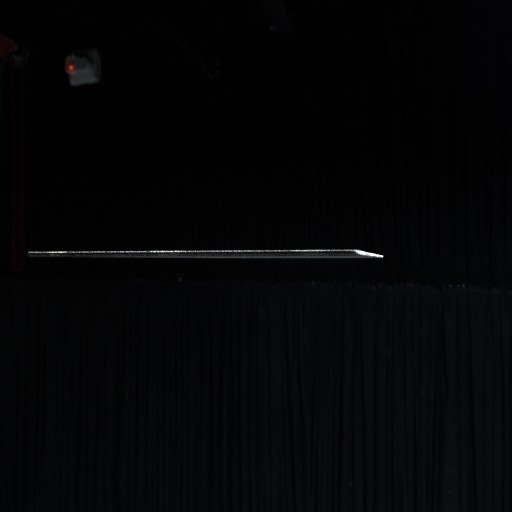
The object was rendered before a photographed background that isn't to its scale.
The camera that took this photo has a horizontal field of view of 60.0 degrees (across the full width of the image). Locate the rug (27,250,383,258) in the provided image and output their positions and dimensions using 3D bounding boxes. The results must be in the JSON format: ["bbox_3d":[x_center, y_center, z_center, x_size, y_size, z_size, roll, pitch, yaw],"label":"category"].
[{"bbox_3d":[0.000,0.000,3.443,1.801,0.026,2.701,0,-1,18],"label":"rug"}]
